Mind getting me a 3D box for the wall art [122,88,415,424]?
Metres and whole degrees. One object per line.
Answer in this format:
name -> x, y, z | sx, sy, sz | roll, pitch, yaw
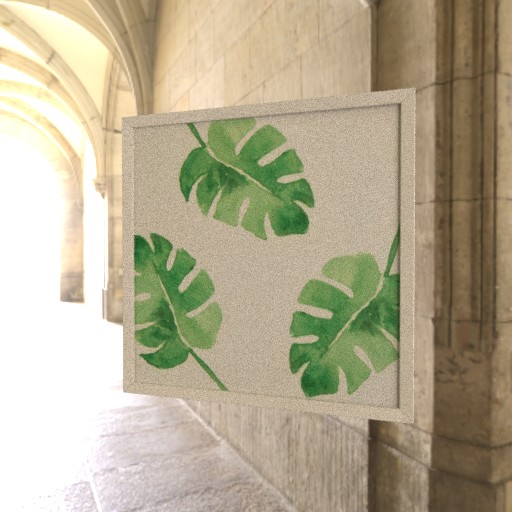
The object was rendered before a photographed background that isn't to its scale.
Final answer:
wall art -> 0.000, 0.000, 1.134 | 0.762, 0.762, 0.040 | 0, 1, 17
